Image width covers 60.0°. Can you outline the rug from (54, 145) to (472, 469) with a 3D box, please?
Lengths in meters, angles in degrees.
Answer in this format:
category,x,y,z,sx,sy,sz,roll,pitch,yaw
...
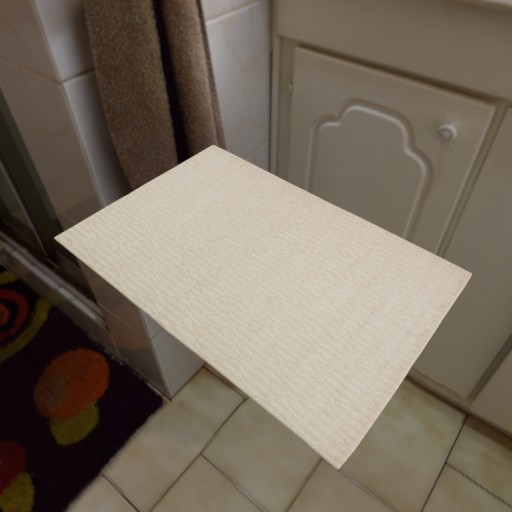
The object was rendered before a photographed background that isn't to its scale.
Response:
category,x,y,z,sx,sy,sz,roll,pitch,yaw
rug,0.000,0.000,2.322,1.848,0.014,1.238,32,54,27
